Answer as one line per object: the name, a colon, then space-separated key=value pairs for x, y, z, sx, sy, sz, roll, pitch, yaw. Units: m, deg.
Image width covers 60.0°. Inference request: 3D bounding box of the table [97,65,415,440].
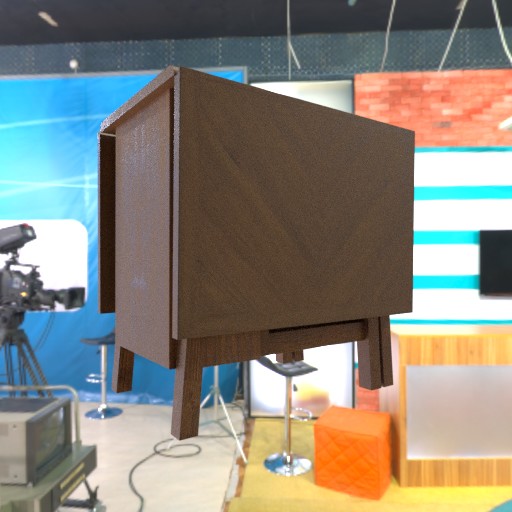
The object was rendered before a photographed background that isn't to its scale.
table: x=0.000 y=0.000 z=1.663 sx=0.967 sy=0.981 sz=0.701 roll=0 pitch=-1 yaw=-36
